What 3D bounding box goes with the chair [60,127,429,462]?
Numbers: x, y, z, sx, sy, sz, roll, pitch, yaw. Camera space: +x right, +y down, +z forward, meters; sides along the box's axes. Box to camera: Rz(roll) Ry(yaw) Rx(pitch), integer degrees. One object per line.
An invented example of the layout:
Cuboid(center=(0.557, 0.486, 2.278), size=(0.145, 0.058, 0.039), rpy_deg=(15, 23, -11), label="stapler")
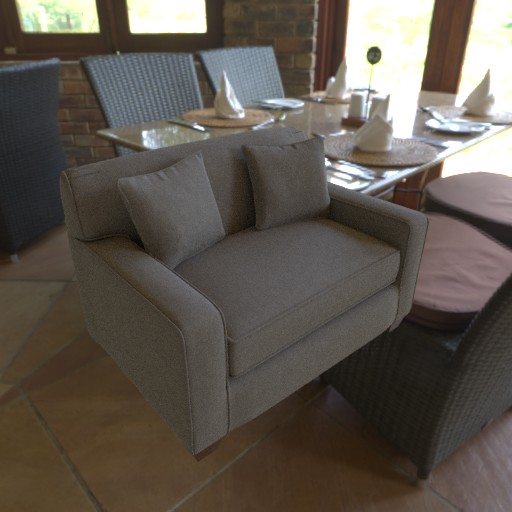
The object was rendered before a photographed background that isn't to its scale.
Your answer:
Cuboid(center=(0.000, 0.000, 2.084), size=(1.395, 0.953, 0.992), rpy_deg=(-22, 35, -35), label="chair")
